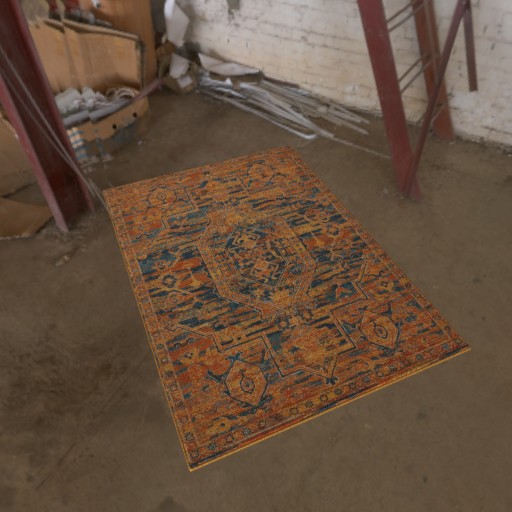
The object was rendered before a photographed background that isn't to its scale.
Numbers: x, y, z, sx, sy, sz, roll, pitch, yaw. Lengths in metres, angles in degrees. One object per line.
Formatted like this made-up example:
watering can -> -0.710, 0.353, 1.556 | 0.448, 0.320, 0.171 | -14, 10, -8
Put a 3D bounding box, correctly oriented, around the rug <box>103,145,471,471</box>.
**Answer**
rug -> 0.000, 0.000, 2.877 | 1.588, 0.024, 2.204 | -17, 48, -16
